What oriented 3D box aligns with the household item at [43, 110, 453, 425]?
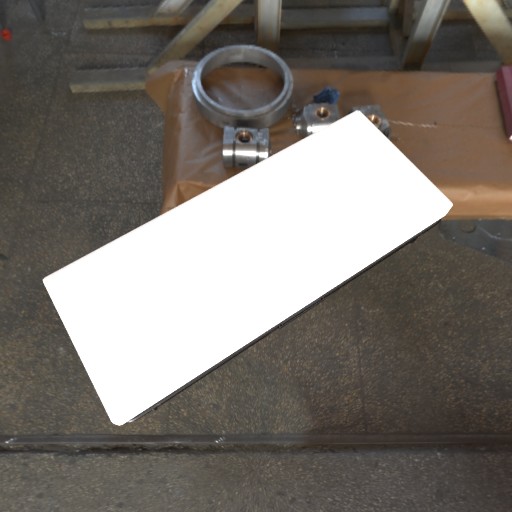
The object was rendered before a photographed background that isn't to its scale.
[{"bbox_3d":[0.000,0.000,2.260,1.905,0.356,0.787,-31,68,-14],"label":"household item"}]
